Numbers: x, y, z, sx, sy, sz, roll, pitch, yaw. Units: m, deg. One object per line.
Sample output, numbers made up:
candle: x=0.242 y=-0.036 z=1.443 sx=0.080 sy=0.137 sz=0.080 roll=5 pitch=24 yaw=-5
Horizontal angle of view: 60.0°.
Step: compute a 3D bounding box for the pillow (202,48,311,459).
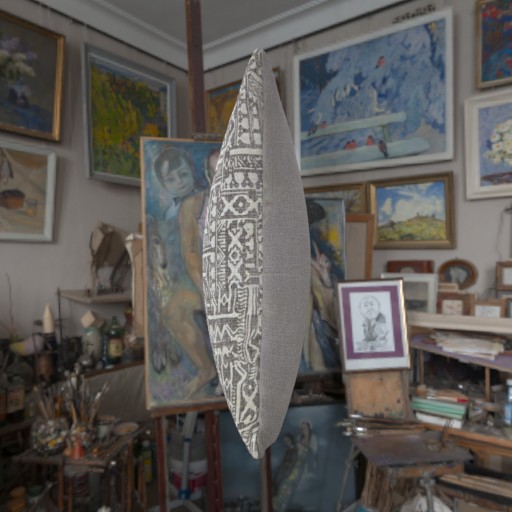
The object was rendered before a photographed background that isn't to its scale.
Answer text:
pillow: x=0.000 y=0.000 z=0.777 sx=0.180 sy=0.487 sz=0.546 roll=0 pitch=0 yaw=-1
